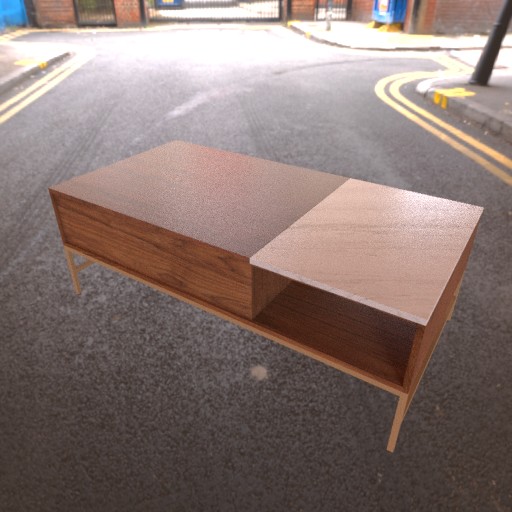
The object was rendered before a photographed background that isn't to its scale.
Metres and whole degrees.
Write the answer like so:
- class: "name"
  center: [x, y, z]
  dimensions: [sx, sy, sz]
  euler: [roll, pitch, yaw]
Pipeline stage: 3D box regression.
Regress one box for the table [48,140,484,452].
- class: "table"
  center: [0.000, 0.000, 1.910]
  dimensions: [1.553, 0.551, 0.789]
  euler: [19, 36, 28]
